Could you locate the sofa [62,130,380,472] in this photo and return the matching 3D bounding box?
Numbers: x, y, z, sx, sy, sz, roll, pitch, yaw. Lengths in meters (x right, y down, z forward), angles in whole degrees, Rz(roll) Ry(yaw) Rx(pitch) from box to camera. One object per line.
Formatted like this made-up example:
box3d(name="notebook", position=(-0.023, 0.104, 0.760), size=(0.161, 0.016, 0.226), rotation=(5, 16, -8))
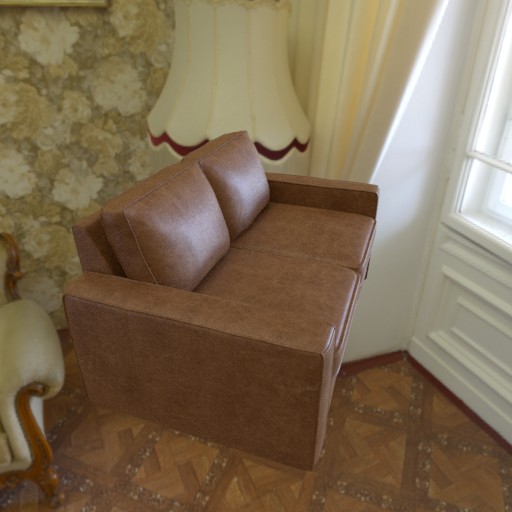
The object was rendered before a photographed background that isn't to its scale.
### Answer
box3d(name="sofa", position=(0.000, 0.000, 2.127), size=(1.020, 0.896, 1.532), rotation=(10, 31, 17))
